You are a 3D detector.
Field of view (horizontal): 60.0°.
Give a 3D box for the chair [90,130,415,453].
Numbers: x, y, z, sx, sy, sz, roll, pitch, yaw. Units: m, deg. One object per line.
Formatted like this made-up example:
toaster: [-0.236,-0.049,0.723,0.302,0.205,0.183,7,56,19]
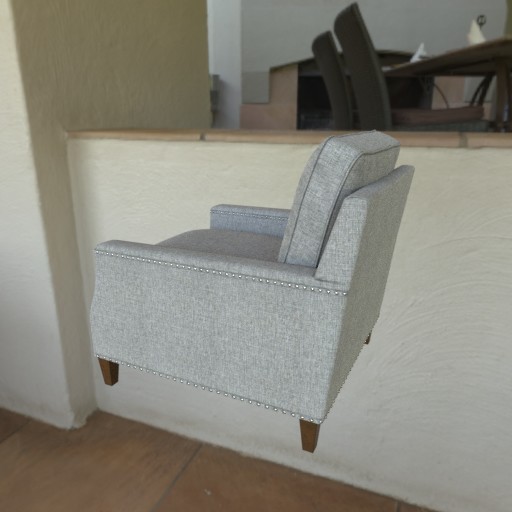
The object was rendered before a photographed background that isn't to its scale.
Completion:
chair: [0.000,0.000,1.730,1.014,0.943,0.853,8,19,25]
